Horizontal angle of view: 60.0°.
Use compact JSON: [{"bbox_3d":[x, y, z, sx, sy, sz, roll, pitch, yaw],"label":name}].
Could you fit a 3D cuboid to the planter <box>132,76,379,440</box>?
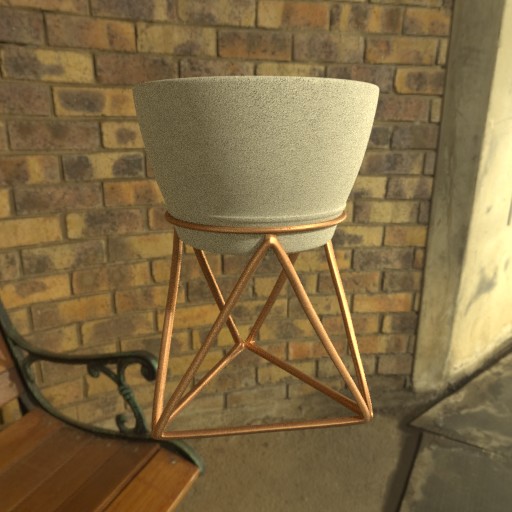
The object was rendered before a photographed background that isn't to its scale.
[{"bbox_3d":[0.000,0.000,0.716,0.350,0.504,0.350,-2,16,-8],"label":"planter"}]
